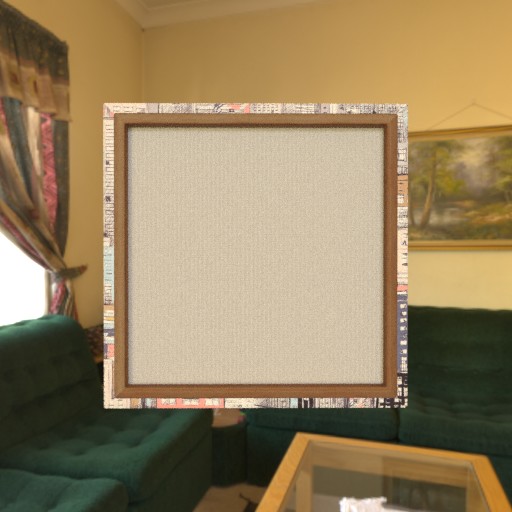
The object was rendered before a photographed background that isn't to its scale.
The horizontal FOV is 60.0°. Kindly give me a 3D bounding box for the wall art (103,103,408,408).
[{"bbox_3d":[0.000,0.000,0.900,0.607,0.608,0.038,0,0,0],"label":"wall art"}]
